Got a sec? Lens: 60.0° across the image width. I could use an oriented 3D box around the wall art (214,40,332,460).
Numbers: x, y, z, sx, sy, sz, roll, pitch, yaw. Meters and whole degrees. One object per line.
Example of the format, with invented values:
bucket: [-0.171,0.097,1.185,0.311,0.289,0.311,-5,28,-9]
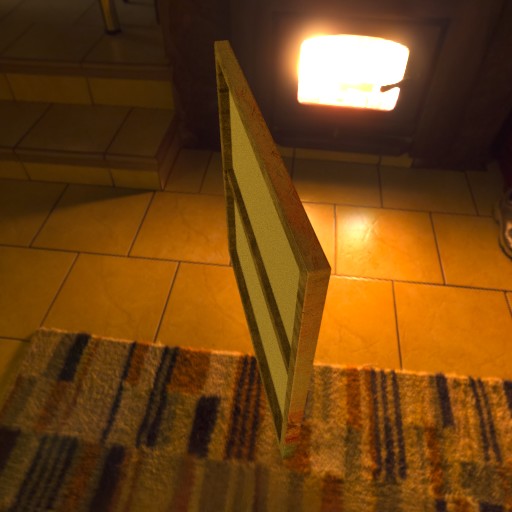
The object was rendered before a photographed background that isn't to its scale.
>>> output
wall art: [0.000,0.000,1.102,0.035,0.747,0.747,-10,49,-9]
